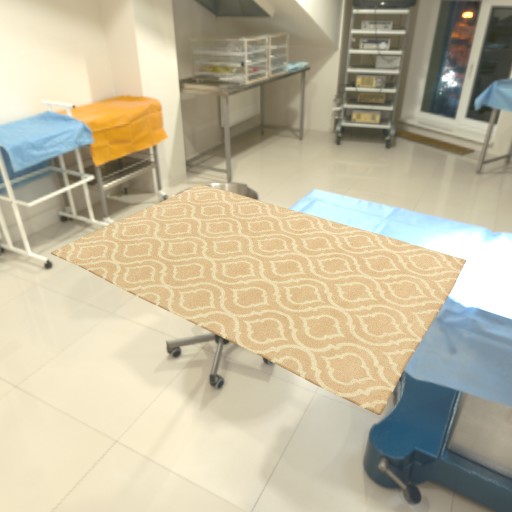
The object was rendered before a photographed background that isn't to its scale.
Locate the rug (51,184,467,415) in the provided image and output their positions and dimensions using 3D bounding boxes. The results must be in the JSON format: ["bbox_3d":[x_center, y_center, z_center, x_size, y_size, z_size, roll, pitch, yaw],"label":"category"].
[{"bbox_3d":[0.000,0.000,2.217,1.761,0.013,1.152,20,36,29],"label":"rug"}]
